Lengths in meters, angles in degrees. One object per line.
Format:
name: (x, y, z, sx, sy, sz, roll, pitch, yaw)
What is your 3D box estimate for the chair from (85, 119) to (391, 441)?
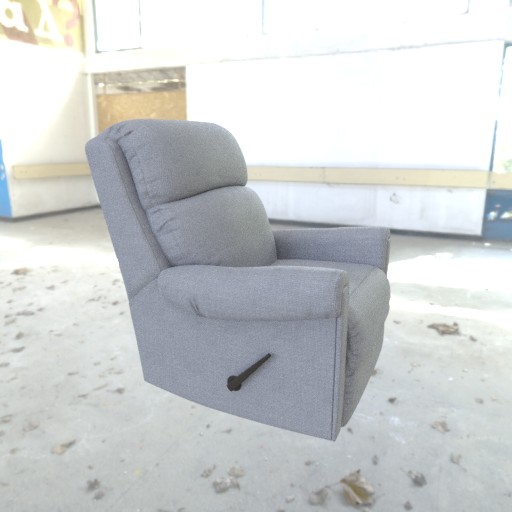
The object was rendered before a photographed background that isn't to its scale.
chair: (0.000, 0.000, 1.781, 1.014, 1.054, 0.838, 7, 16, 25)
